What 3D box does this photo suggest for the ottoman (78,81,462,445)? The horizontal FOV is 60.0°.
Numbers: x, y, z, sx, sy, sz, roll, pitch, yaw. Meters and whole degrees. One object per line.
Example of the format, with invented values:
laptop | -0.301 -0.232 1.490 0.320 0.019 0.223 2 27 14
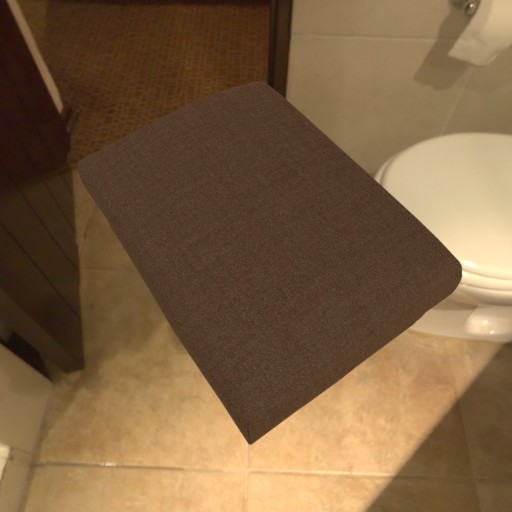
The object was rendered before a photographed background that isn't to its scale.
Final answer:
ottoman | 0.000 0.000 1.209 0.599 0.555 0.809 -31 63 -17
